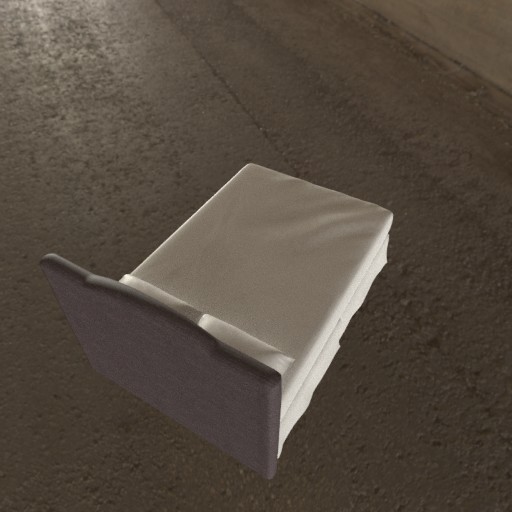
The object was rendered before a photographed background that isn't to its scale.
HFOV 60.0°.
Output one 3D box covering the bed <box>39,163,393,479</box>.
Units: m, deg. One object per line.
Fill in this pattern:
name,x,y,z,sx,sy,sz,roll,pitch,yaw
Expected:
bed,0.000,0.000,3.632,1.741,1.441,2.507,23,50,21
